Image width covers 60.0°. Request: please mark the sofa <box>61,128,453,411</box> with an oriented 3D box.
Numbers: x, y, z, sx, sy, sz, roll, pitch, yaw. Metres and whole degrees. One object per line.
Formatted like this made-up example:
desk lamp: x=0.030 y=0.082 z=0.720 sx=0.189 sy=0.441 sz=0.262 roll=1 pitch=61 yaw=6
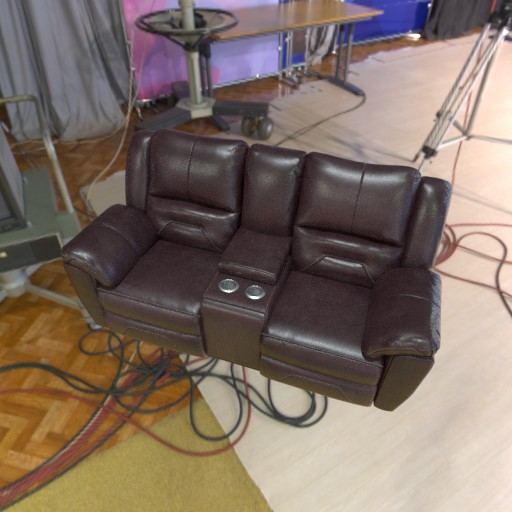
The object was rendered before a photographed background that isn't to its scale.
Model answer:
sofa: x=0.000 y=0.000 z=2.605 sx=2.058 sy=1.043 sz=0.991 roll=13 pitch=43 yaw=14
